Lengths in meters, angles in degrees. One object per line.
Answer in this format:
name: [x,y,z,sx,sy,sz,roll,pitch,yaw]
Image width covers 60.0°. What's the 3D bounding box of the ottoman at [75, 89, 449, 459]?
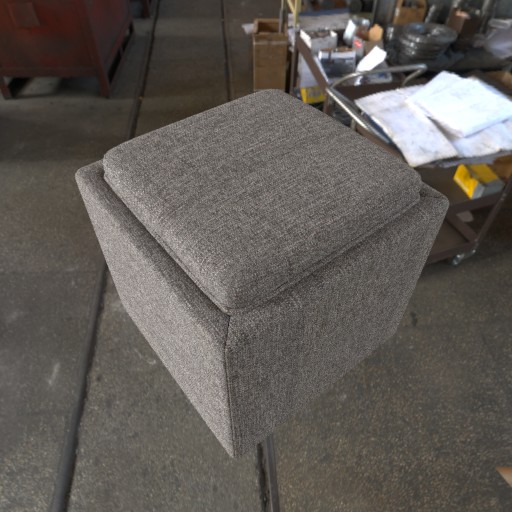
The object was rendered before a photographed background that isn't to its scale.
ottoman: [0.000,0.000,0.852,0.450,0.460,0.450,-30,54,-25]
